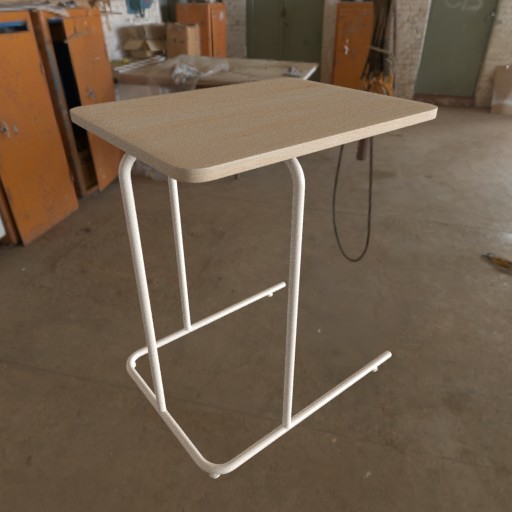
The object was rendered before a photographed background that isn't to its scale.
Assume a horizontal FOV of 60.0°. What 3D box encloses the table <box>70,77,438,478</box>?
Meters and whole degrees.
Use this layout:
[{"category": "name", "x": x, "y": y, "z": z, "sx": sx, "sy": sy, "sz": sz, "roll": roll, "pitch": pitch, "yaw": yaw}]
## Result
[{"category": "table", "x": 0.000, "y": 0.000, "z": 0.846, "sx": 0.480, "sy": 0.550, "sz": 0.370, "roll": -22, "pitch": 38, "yaw": -32}]
